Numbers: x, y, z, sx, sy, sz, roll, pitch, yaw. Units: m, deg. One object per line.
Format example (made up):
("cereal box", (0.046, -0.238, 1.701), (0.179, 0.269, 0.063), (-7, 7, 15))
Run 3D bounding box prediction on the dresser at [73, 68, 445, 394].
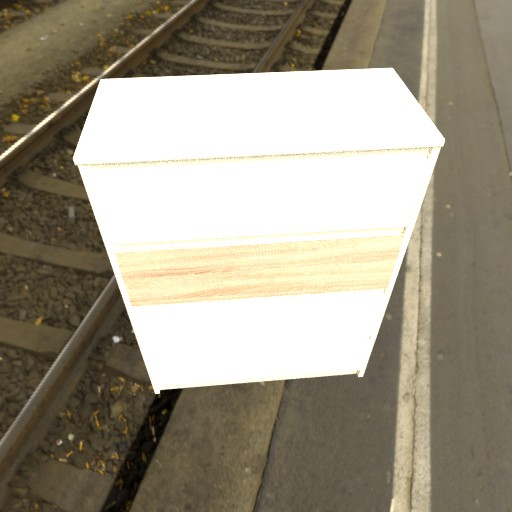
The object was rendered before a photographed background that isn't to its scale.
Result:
("dresser", (0.000, 0.000, 1.451), (0.800, 1.040, 0.380), (-4, 46, -4))
